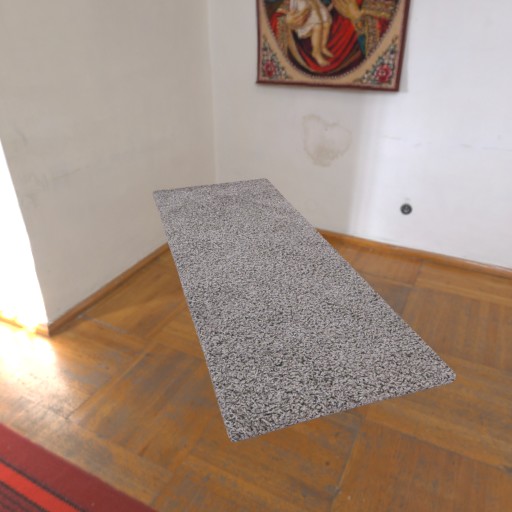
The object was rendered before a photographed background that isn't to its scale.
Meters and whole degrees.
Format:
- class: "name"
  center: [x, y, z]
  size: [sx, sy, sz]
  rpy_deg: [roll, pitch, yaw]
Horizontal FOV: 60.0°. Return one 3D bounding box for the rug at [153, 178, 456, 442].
- class: "rug"
  center: [0.000, 0.000, 1.693]
  size: [0.609, 0.030, 1.524]
  rpy_deg: [-9, 31, -15]
